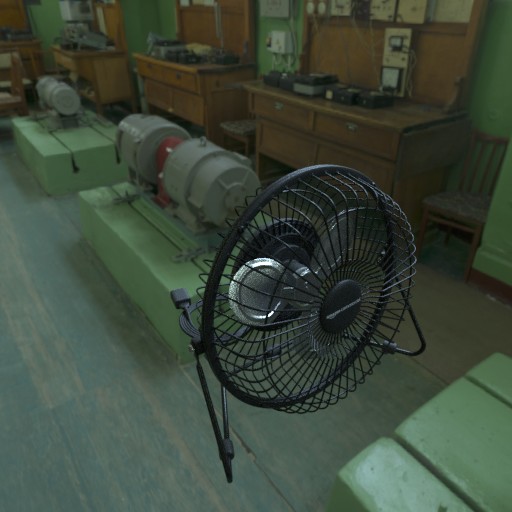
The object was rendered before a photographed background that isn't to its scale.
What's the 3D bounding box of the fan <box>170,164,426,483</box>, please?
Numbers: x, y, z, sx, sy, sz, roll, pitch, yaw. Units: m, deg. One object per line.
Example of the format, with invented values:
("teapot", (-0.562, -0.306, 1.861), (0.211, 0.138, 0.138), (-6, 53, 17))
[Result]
("fan", (0.000, 0.000, 0.373), (0.209, 0.188, 0.227), (-21, 36, -31))
